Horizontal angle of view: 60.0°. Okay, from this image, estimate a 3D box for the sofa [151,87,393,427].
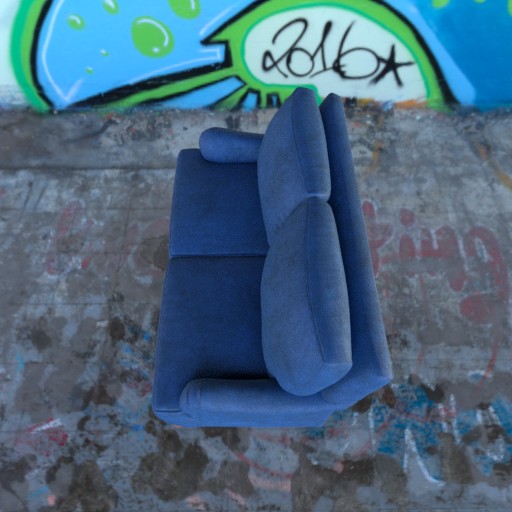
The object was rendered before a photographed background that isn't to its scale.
[{"bbox_3d":[0.000,0.000,2.626,1.084,1.101,1.853,-1,58,-1],"label":"sofa"}]
